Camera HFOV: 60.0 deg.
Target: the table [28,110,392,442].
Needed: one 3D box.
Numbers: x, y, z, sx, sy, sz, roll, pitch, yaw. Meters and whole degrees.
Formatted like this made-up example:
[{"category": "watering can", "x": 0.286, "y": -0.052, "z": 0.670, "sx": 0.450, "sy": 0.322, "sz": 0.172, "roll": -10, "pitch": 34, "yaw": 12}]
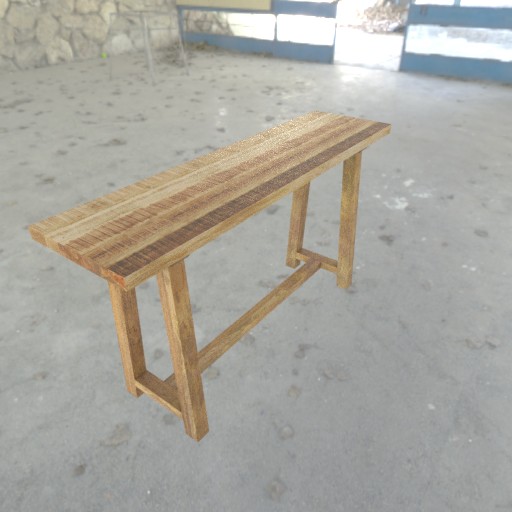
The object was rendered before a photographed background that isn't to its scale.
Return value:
[{"category": "table", "x": 0.000, "y": 0.000, "z": 1.833, "sx": 0.405, "sy": 0.810, "sz": 1.524, "roll": 22, "pitch": 38, "yaw": 31}]
